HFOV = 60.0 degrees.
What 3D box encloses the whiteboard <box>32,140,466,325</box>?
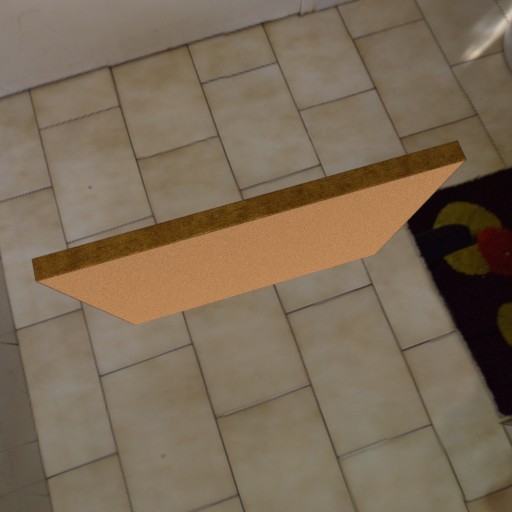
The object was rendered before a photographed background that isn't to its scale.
[{"bbox_3d":[0.000,0.000,0.777,0.561,0.457,0.029,-16,75,-4],"label":"whiteboard"}]
